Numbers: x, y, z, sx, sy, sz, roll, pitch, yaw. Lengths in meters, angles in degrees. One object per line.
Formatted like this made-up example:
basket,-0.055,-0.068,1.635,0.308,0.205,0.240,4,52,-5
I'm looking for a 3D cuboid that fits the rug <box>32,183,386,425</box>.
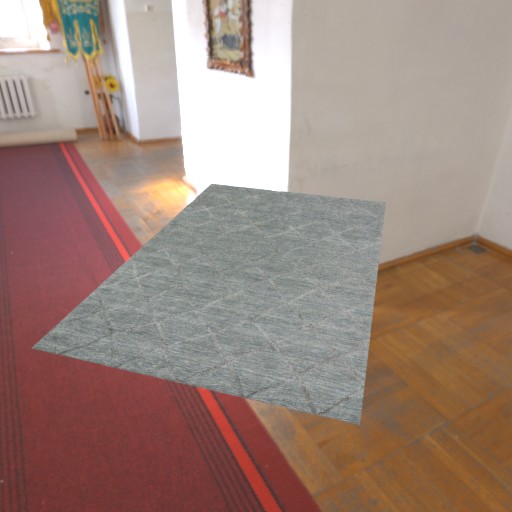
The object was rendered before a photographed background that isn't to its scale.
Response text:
rug,0.000,0.000,2.850,1.521,0.006,2.283,8,31,14
